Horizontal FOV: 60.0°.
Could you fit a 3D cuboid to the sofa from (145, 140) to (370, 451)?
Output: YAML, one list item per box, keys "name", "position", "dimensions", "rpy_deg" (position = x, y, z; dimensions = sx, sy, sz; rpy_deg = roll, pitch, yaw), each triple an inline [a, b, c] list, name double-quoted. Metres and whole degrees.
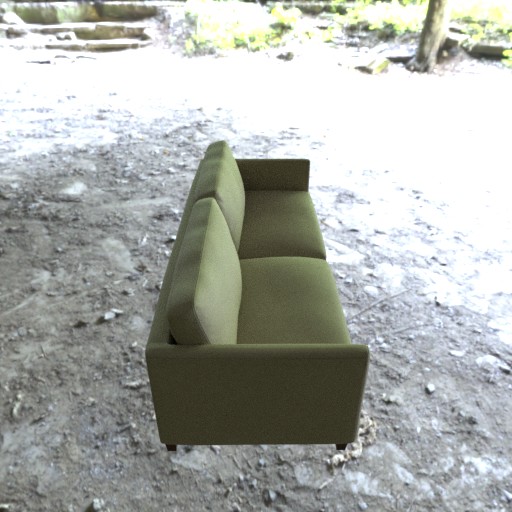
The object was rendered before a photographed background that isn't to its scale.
- name: "sofa"
  position: [0.000, 0.000, 2.953]
  dimensions: [0.988, 0.912, 2.404]
  rpy_deg: [0, 32, 0]
